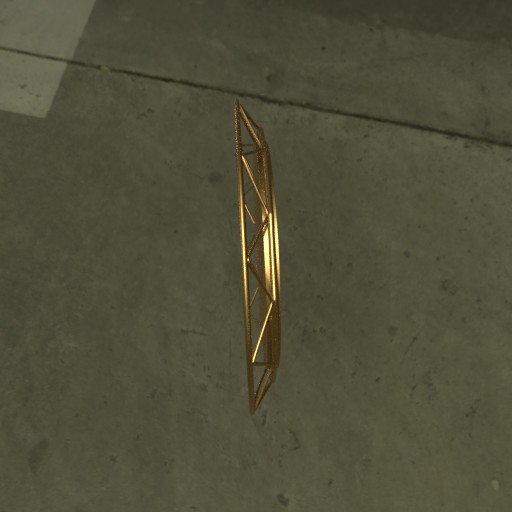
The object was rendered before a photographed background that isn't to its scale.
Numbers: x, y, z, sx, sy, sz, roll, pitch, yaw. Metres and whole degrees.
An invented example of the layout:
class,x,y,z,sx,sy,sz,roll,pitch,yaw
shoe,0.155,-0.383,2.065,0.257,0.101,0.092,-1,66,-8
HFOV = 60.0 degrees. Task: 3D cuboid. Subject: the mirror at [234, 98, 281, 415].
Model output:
class,x,y,z,sx,sy,sz,roll,pitch,yaw
mirror,0.000,0.000,0.673,0.043,0.454,0.454,-3,61,-2
